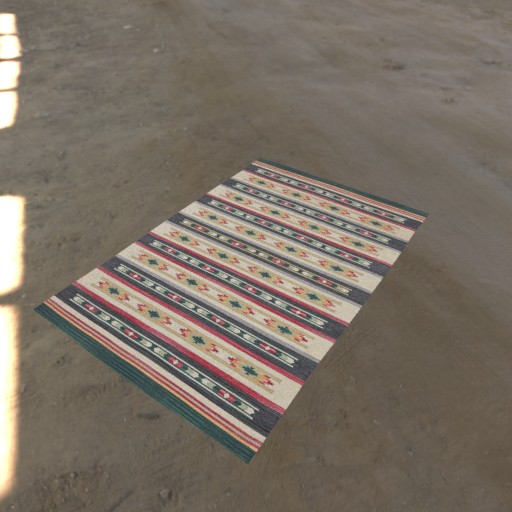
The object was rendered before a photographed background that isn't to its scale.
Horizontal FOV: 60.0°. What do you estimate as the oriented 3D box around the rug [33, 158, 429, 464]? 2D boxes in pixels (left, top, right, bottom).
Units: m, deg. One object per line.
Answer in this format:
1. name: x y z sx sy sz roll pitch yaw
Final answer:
1. rug: 0.000 0.000 2.321 1.221 0.009 1.825 24 46 26
